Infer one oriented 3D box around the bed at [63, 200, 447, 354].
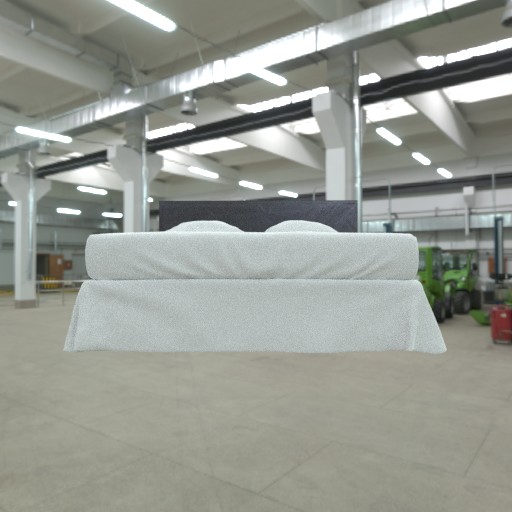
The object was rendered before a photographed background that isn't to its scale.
[{"bbox_3d":[0.000,0.000,3.485,2.255,1.158,2.165,0,-1,1],"label":"bed"}]
